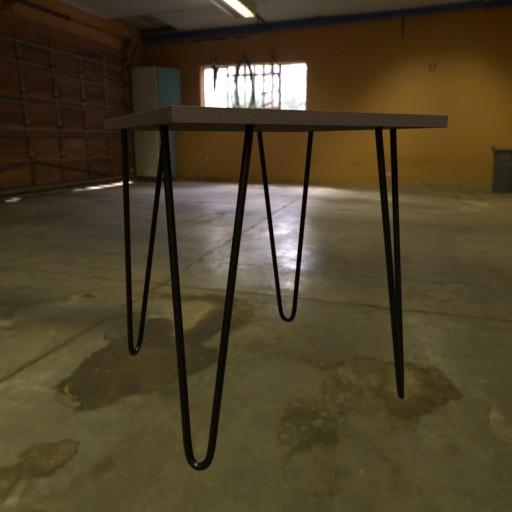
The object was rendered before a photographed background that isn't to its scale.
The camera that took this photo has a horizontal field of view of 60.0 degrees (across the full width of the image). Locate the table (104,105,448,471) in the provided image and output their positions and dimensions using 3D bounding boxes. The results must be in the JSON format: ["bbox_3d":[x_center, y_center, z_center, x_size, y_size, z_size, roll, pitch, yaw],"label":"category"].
[{"bbox_3d":[0.000,0.000,0.941,0.495,0.559,0.495,-8,16,-27],"label":"table"}]
